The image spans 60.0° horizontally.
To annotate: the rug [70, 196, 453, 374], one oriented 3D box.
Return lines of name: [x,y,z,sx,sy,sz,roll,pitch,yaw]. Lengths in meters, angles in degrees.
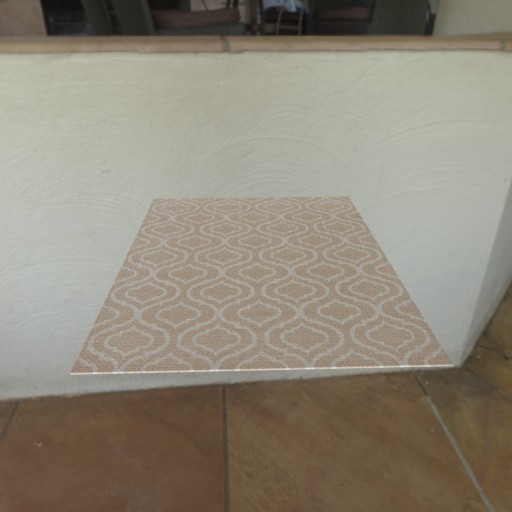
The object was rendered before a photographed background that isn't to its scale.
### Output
rug: [0.000,0.000,3.918,2.286,0.013,2.894,-1,28,-2]
